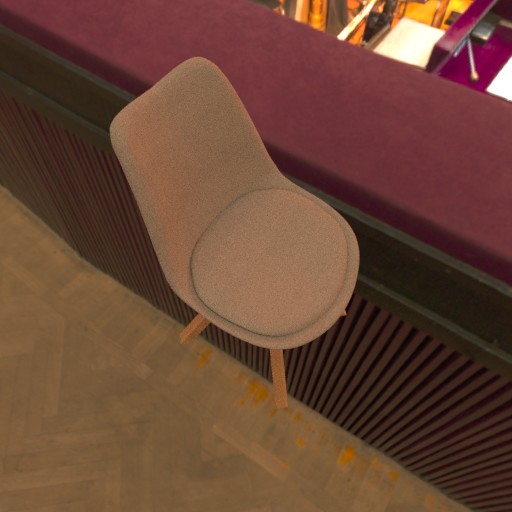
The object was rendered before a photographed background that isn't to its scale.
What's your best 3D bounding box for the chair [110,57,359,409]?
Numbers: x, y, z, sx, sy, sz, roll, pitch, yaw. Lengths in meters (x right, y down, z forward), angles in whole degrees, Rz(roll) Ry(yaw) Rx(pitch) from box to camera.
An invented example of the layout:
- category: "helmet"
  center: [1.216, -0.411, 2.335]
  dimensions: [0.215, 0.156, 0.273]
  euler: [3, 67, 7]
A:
- category: "chair"
  center: [0.000, 0.000, 1.209]
  dimensions: [0.549, 0.863, 0.474]
  euler: [31, 63, 18]
